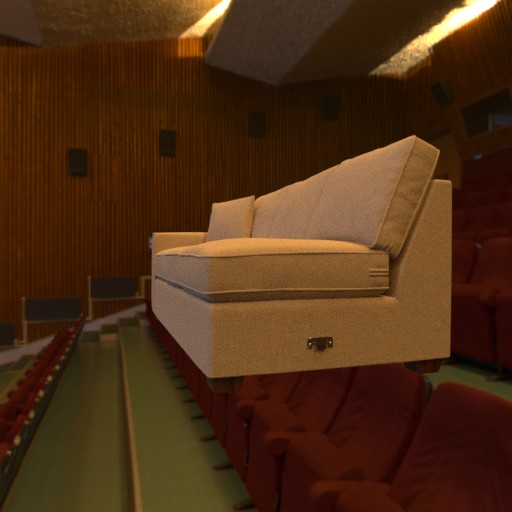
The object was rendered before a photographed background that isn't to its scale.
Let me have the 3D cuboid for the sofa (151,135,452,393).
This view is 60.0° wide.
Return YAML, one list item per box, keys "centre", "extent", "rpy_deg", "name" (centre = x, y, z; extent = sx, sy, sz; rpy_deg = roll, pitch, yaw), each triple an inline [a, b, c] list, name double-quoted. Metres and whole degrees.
- centre: [0.000, 0.000, 2.524]
  extent: [1.034, 0.946, 1.962]
  rpy_deg: [0, 0, -19]
  name: "sofa"
